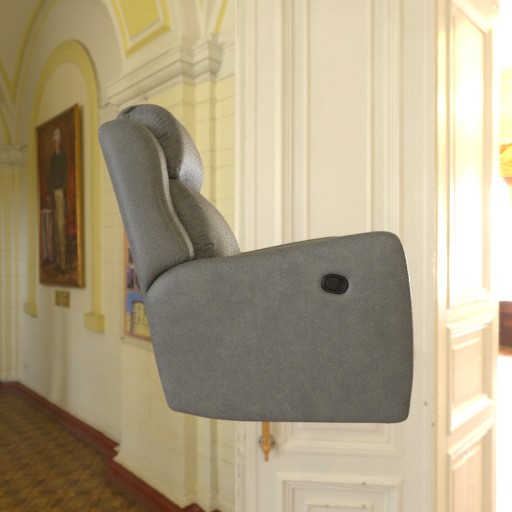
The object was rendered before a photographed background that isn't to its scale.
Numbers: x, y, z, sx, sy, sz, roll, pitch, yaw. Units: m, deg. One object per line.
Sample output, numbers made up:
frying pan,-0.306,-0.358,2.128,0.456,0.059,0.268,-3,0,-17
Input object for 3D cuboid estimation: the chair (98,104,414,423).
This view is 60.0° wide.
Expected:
chair,0.000,0.000,1.896,1.068,1.116,0.965,0,1,0
